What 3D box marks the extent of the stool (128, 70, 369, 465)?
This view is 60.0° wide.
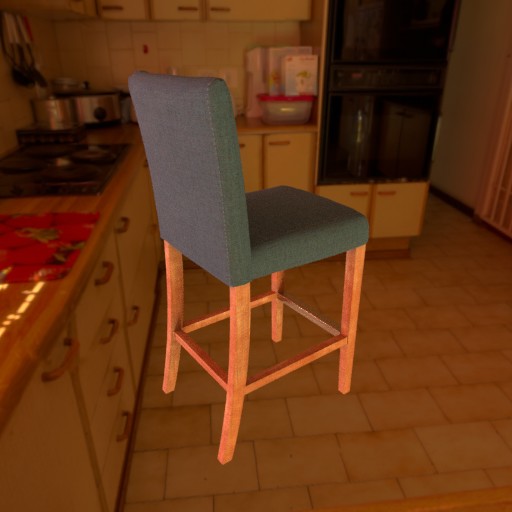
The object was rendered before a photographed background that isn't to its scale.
[{"bbox_3d":[0.000,0.000,1.407,0.574,1.088,0.454,-18,30,-33],"label":"stool"}]
